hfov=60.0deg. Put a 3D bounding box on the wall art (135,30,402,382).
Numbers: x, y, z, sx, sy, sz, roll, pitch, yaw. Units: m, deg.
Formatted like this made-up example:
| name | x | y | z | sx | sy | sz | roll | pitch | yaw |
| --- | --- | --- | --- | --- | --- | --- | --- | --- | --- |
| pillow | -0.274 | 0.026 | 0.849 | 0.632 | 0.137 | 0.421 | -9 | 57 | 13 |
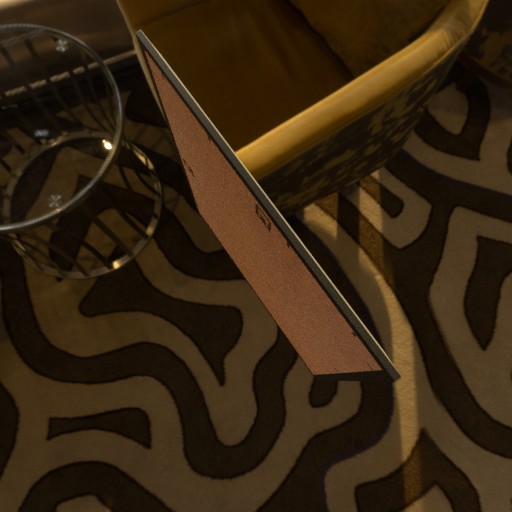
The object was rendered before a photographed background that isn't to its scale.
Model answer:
| name | x | y | z | sx | sy | sz | roll | pitch | yaw |
| --- | --- | --- | --- | --- | --- | --- | --- | --- | --- |
| wall art | 0.000 | 0.000 | 0.864 | 0.018 | 0.660 | 0.559 | -34 | 77 | -9 |
